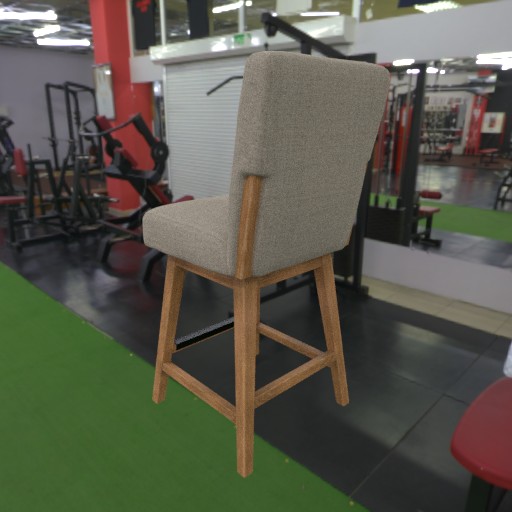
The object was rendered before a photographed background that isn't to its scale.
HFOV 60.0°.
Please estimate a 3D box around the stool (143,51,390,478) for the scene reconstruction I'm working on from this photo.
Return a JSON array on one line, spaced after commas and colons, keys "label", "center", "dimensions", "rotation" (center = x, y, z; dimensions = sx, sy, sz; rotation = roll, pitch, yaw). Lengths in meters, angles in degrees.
[{"label": "stool", "center": [0.000, 0.000, 1.275], "dimensions": [0.459, 1.010, 0.526], "rotation": [-16, 24, -41]}]
